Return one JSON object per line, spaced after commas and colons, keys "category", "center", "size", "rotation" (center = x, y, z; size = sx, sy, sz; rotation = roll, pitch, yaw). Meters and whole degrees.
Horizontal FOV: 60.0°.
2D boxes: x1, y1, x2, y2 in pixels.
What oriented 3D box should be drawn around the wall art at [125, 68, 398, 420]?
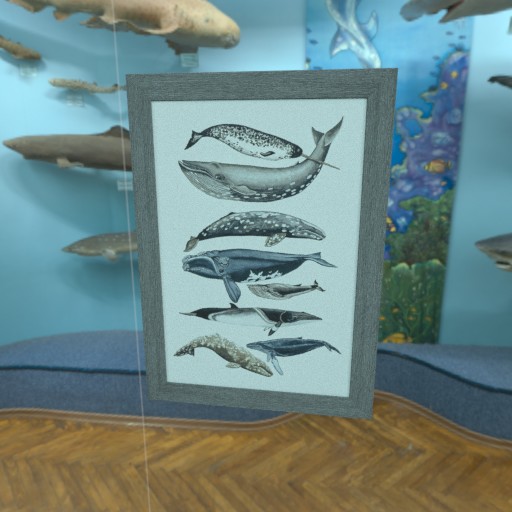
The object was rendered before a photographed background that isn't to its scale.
{"category": "wall art", "center": [0.000, 0.000, 1.380], "size": [0.768, 1.070, 0.020], "rotation": [2, 15, 9]}
